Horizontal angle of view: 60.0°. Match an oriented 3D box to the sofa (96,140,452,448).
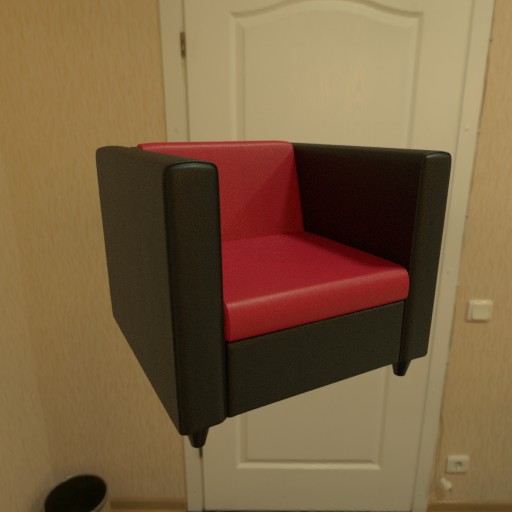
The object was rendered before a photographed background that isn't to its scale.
[{"bbox_3d":[0.000,0.000,1.476,0.839,0.724,0.809,-9,18,-27],"label":"sofa"}]
